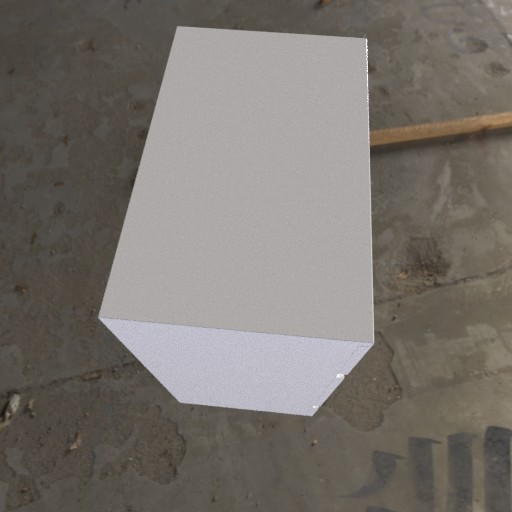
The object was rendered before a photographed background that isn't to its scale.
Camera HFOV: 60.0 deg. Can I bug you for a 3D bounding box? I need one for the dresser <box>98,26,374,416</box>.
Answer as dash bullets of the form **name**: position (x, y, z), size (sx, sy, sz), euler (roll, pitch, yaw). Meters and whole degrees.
- **dresser**: position (0.000, 0.000, 1.140), size (0.400, 0.800, 0.650), euler (5, 63, 3)
